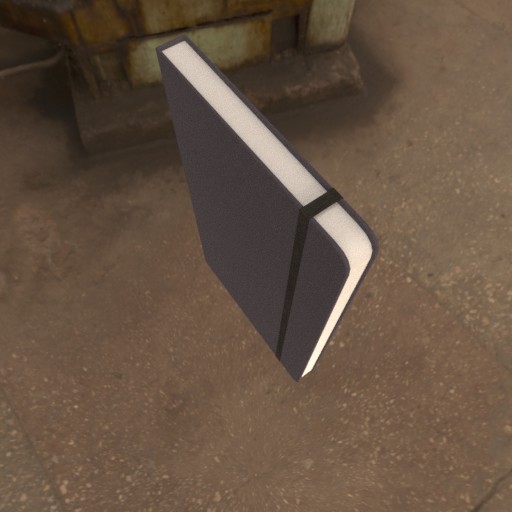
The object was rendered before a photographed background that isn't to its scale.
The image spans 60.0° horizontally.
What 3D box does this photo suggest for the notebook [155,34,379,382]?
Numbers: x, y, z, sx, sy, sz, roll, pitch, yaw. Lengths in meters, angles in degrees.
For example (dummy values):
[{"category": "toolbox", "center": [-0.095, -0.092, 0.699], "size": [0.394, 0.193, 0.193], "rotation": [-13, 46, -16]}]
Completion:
[{"category": "notebook", "center": [0.000, 0.000, 0.264], "size": [0.016, 0.213, 0.127], "rotation": [-33, 68, -15]}]
